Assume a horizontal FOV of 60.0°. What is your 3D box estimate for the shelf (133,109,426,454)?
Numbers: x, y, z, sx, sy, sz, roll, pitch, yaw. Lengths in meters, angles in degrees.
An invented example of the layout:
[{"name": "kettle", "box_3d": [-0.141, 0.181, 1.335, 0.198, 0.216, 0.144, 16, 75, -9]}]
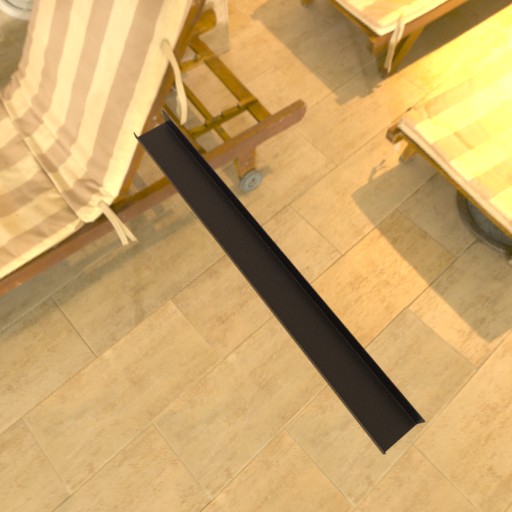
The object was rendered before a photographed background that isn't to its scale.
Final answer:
[{"name": "shelf", "box_3d": [0.000, 0.000, 0.977, 0.092, 0.049, 0.924, -34, 70, -14]}]
